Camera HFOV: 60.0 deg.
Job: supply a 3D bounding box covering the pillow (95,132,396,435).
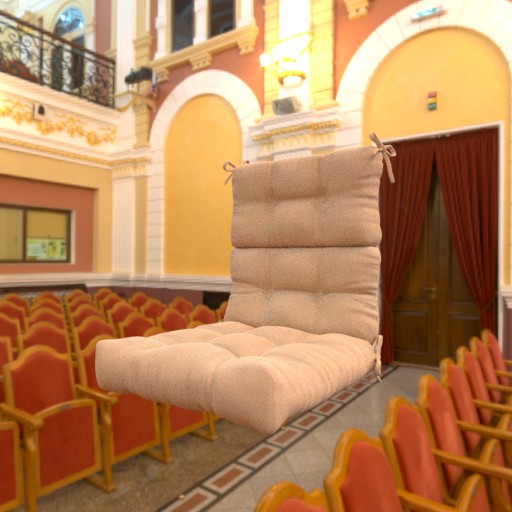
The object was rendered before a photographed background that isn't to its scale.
[{"bbox_3d":[0.000,0.000,1.043,0.519,0.605,0.571,0,0,36],"label":"pillow"}]
